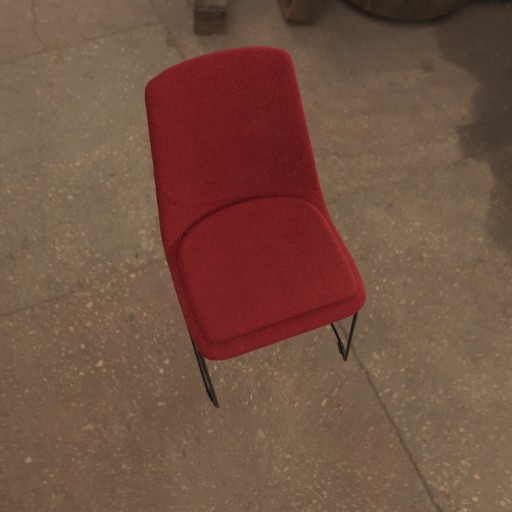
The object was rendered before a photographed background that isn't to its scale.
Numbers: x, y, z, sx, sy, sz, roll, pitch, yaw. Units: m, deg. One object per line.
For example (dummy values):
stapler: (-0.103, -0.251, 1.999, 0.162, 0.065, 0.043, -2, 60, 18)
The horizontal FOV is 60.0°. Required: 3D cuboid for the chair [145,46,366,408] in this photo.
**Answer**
chair: (0.000, 0.000, 1.157, 0.479, 0.858, 0.518, -18, 63, -9)
